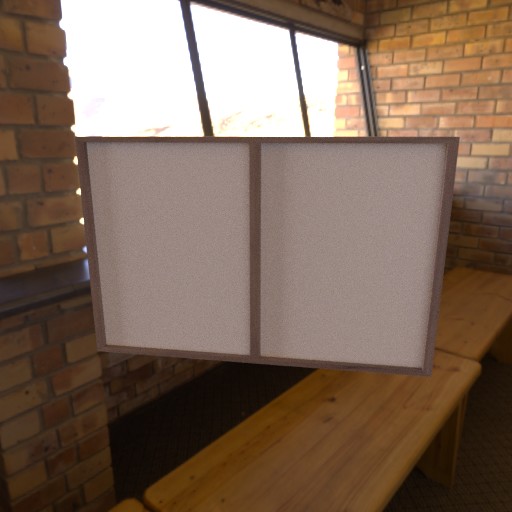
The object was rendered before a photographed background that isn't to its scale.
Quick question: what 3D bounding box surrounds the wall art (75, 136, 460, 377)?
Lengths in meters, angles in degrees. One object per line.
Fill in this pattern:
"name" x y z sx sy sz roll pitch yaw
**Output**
"wall art" 0.000 0.000 1.148 0.919 0.598 0.038 2 16 8
